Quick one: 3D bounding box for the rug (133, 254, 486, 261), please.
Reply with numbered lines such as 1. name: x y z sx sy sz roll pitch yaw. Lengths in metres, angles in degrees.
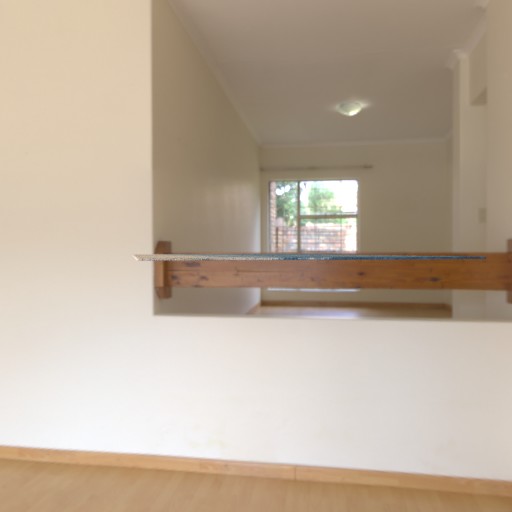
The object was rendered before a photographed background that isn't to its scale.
1. rug: 0.000 0.000 2.307 1.232 0.009 1.836 0 1 -16
